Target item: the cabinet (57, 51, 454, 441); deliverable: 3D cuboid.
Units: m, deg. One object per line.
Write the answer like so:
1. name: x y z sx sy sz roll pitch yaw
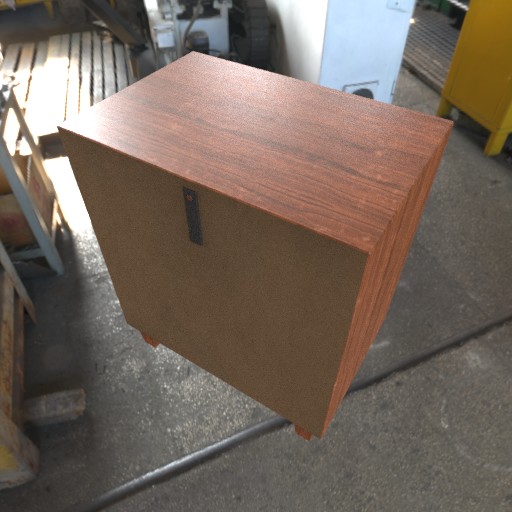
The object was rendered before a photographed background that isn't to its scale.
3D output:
1. cabinet: 0.000 0.000 1.058 0.607 0.695 0.410 24 51 22
